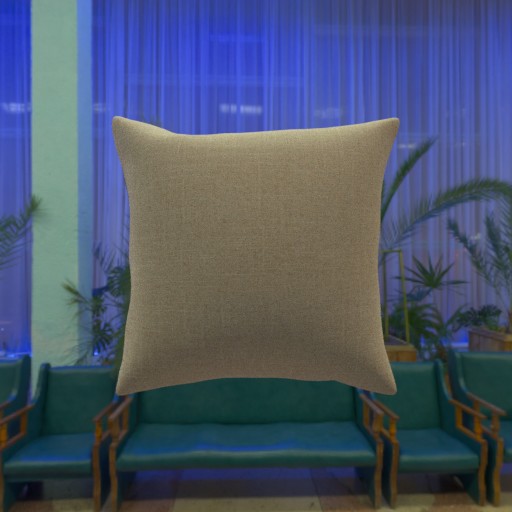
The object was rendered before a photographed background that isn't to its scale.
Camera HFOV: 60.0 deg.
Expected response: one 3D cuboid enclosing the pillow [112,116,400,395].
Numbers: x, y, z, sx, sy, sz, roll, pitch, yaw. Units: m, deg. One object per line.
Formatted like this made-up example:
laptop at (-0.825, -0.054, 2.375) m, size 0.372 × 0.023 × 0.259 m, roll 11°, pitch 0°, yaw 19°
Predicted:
pillow at (0.000, 0.000, 0.638) m, size 0.414 × 0.399 × 0.173 m, roll 0°, pitch 0°, yaw 0°
